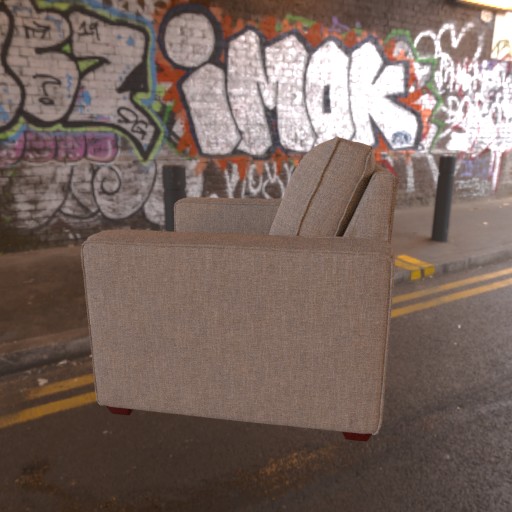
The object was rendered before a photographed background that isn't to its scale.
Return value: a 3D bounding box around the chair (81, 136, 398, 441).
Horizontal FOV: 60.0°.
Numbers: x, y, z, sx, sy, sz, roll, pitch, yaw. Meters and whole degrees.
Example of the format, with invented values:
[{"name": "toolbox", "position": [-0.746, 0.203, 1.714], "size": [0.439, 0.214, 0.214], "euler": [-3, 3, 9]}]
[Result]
[{"name": "chair", "position": [0.000, 0.000, 1.749], "size": [0.940, 0.914, 1.016], "euler": [3, 15, 9]}]
